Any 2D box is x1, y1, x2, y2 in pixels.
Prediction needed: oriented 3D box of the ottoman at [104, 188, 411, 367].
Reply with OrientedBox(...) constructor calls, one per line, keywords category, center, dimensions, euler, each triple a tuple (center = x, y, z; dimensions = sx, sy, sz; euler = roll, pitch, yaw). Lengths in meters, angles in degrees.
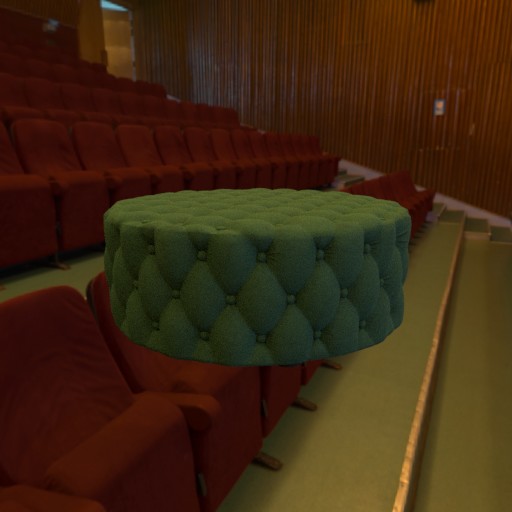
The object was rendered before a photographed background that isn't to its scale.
OrientedBox(category="ottoman", center=(0.000, 0.000, 1.529), dimensions=(0.998, 0.399, 0.998), euler=(0, 14, 0))
